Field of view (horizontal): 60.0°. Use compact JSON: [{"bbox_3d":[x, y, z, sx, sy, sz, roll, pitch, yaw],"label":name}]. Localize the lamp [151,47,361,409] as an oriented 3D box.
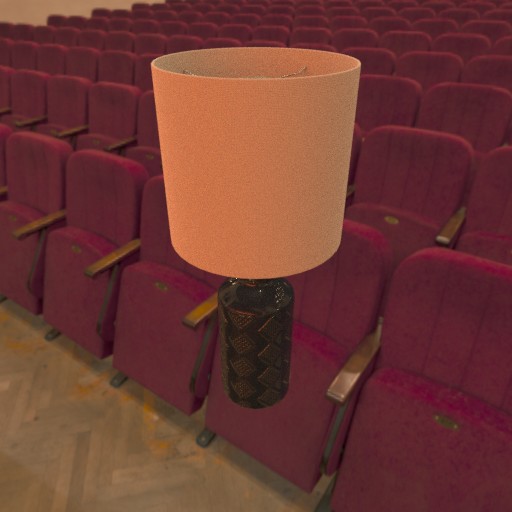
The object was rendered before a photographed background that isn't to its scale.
[{"bbox_3d":[0.000,0.000,0.565,0.207,0.461,0.207,21,37,30],"label":"lamp"}]
